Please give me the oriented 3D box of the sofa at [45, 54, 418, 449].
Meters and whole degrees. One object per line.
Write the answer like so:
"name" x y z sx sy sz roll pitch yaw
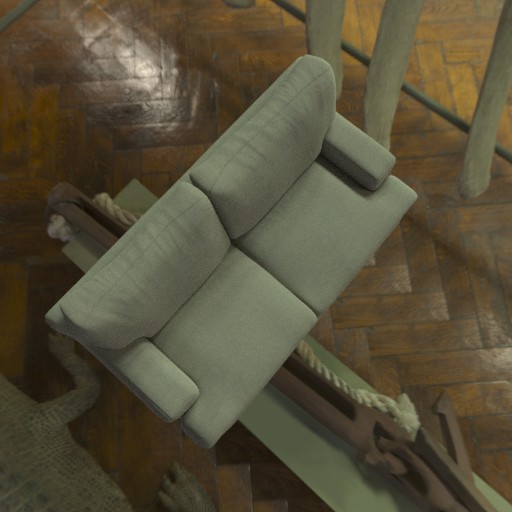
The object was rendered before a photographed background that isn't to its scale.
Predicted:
"sofa" 0.000 0.000 2.370 0.962 0.980 1.855 40 79 10
